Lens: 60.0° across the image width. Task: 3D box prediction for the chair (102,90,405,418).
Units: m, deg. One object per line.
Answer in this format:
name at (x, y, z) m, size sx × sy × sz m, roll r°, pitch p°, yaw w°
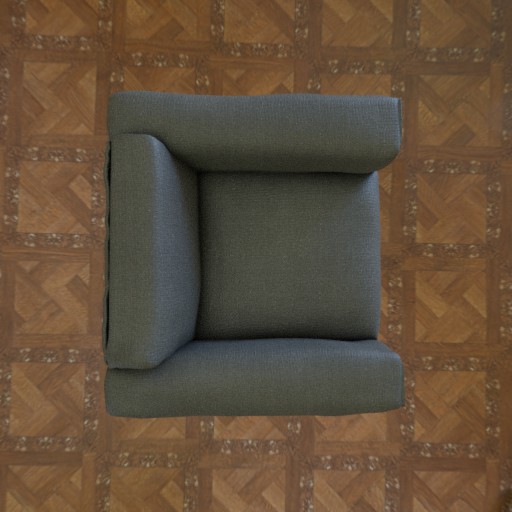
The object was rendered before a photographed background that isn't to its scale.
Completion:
chair at (0.000, 0.000, 1.637) m, size 0.969 × 0.646 × 1.056 m, roll 0°, pitch 89°, yaw -1°
